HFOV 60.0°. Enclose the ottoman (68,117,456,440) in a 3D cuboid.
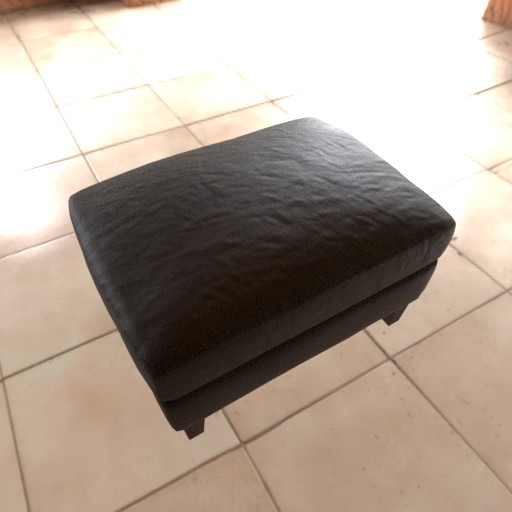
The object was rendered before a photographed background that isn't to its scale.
[{"bbox_3d":[0.000,0.000,1.307,0.887,0.529,0.659,-24,51,-21],"label":"ottoman"}]
